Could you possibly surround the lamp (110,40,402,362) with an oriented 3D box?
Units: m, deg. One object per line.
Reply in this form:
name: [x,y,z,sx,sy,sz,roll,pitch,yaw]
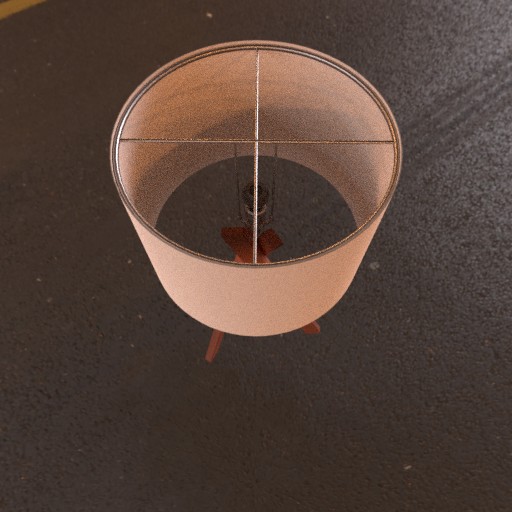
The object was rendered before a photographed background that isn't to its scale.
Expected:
lamp: [0.000,0.000,0.886,0.380,0.686,0.380,1,63,0]
